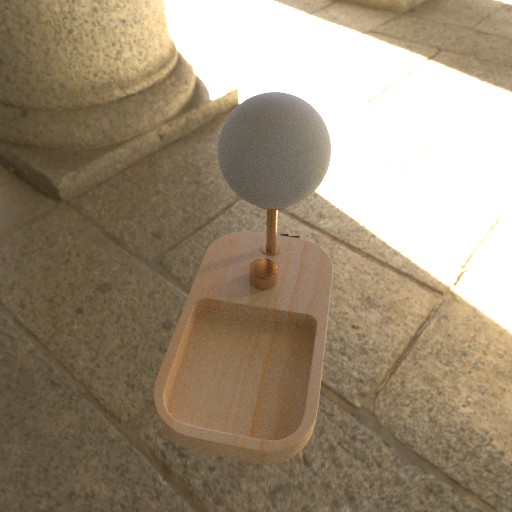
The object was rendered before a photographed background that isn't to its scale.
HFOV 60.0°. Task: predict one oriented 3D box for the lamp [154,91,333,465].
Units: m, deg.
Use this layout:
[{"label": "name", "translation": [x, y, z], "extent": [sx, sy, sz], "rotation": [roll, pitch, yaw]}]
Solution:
[{"label": "lamp", "translation": [0.000, 0.000, 0.469], "extent": [0.173, 0.253, 0.331], "rotation": [8, 47, 8]}]
